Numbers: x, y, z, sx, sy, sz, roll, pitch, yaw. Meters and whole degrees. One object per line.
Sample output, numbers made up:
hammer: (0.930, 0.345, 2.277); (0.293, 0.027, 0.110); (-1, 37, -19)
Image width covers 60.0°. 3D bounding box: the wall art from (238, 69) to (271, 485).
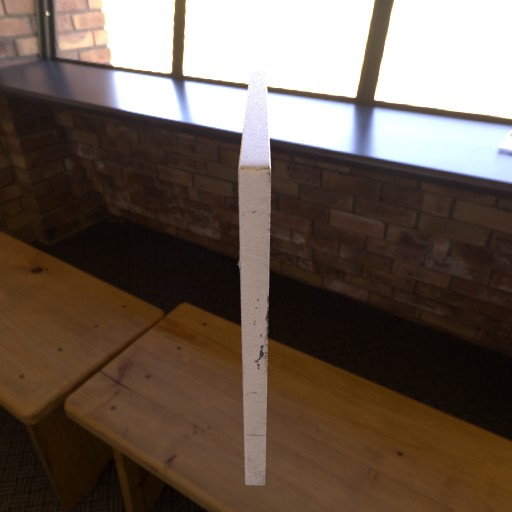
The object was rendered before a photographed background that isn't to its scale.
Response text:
wall art: (0.000, 0.000, 0.903); (0.040, 0.611, 0.610); (0, 32, 1)
